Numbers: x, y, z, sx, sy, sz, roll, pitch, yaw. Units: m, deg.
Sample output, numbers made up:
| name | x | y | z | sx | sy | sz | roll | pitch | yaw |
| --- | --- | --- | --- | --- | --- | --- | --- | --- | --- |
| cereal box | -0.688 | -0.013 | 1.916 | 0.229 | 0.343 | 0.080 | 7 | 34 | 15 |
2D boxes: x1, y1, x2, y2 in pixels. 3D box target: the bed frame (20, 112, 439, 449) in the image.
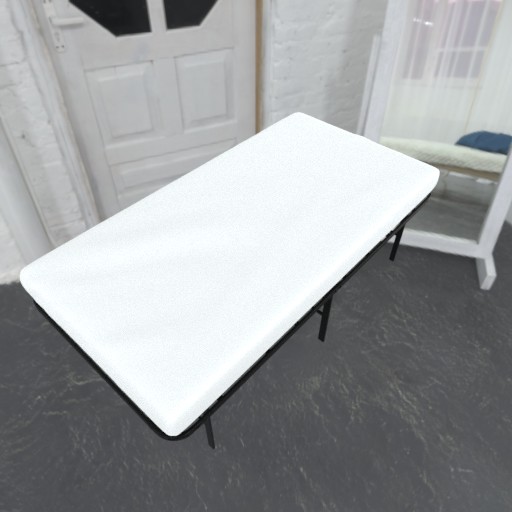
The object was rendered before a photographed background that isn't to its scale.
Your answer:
| name | x | y | z | sx | sy | sz | roll | pitch | yaw |
| --- | --- | --- | --- | --- | --- | --- | --- | --- | --- |
| bed frame | 0.000 | 0.000 | 2.281 | 0.989 | 0.619 | 1.903 | 33 | 54 | 28 |
